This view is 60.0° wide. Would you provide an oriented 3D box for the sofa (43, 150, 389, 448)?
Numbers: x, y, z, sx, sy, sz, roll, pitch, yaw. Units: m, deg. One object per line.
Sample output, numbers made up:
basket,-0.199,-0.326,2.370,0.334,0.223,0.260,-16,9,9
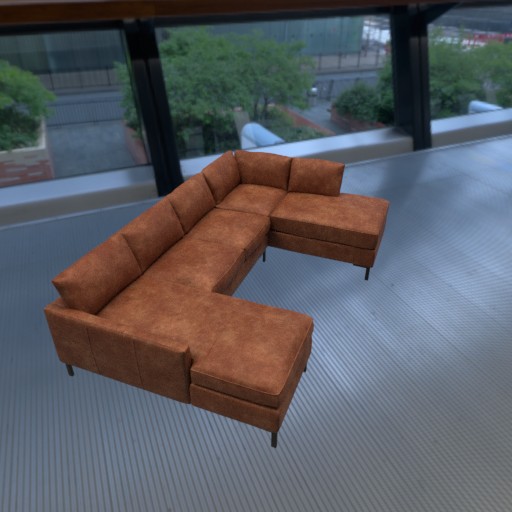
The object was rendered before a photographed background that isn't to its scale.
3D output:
sofa,0.000,0.000,3.937,1.939,0.900,2.956,12,34,18
